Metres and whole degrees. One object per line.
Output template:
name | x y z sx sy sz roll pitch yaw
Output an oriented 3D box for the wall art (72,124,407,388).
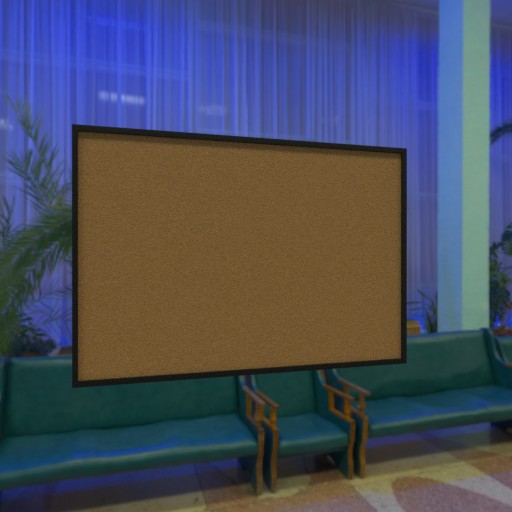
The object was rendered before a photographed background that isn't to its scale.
wall art | 0.000 0.000 1.249 0.963 0.665 0.013 0 0 -15
